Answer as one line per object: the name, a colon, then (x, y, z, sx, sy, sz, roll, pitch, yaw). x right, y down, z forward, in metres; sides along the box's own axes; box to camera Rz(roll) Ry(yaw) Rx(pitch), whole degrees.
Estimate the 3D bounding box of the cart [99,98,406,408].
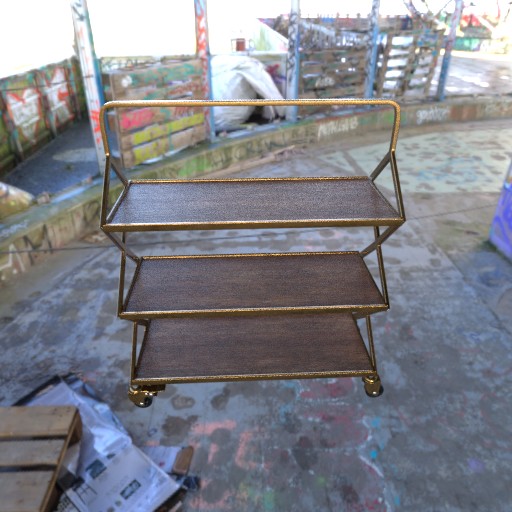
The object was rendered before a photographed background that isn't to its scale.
cart: (0.000, 0.000, 1.198, 0.723, 0.805, 0.313, -1, 29, -3)
